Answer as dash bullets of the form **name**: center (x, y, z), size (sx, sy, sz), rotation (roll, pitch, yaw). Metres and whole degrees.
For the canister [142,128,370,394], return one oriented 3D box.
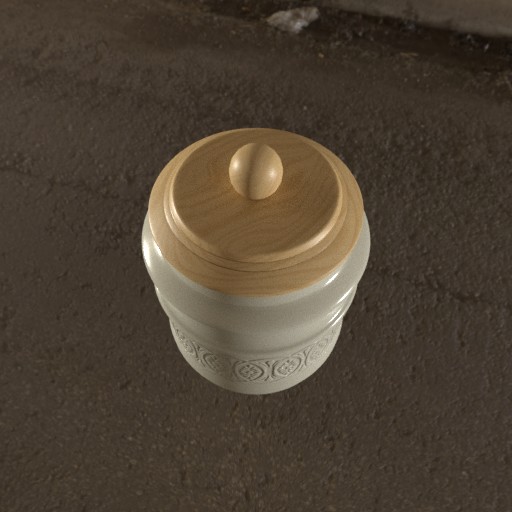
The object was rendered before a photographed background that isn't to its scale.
- **canister**: center (0.000, 0.000, 0.278), size (0.130, 0.176, 0.130), rotation (0, 57, 0)
